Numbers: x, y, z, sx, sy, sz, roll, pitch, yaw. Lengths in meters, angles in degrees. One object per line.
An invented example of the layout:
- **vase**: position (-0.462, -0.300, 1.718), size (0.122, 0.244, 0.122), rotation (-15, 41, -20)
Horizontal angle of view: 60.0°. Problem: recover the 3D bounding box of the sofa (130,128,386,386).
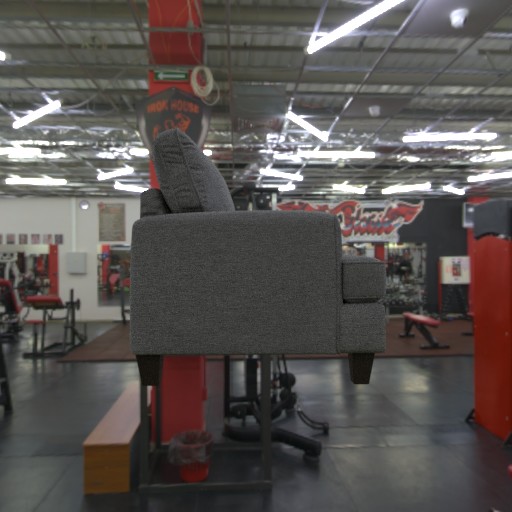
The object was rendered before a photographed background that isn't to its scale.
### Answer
- **sofa**: position (0.000, 0.000, 2.647), size (0.951, 0.965, 2.158), rotation (0, 0, -1)
